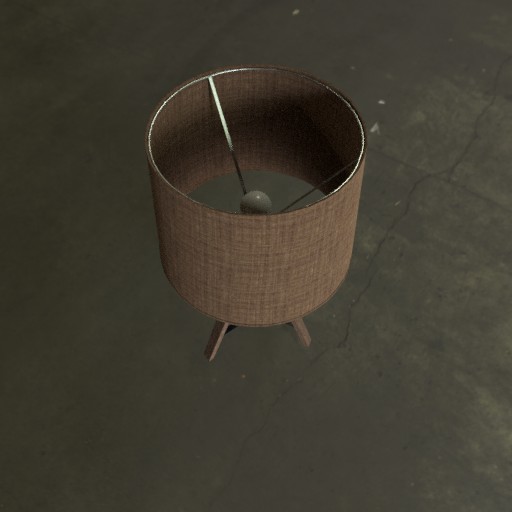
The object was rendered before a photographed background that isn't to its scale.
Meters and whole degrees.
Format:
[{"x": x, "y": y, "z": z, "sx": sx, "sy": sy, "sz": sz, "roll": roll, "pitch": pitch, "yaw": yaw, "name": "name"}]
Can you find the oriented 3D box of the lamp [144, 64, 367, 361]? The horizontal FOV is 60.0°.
[{"x": 0.000, "y": 0.000, "z": 0.711, "sx": 0.290, "sy": 0.514, "sz": 0.290, "roll": 0, "pitch": 57, "yaw": 0, "name": "lamp"}]
